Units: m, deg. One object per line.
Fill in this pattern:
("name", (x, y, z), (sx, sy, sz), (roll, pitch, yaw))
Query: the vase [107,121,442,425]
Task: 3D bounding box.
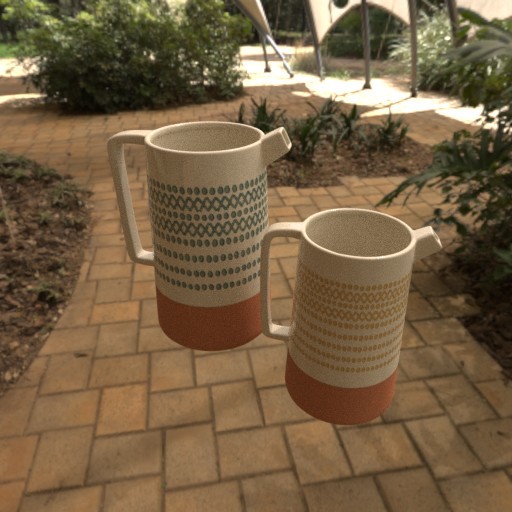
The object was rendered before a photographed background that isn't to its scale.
("vase", (0.000, 0.000, 0.468), (0.168, 0.247, 0.326), (-22, 36, -33))
